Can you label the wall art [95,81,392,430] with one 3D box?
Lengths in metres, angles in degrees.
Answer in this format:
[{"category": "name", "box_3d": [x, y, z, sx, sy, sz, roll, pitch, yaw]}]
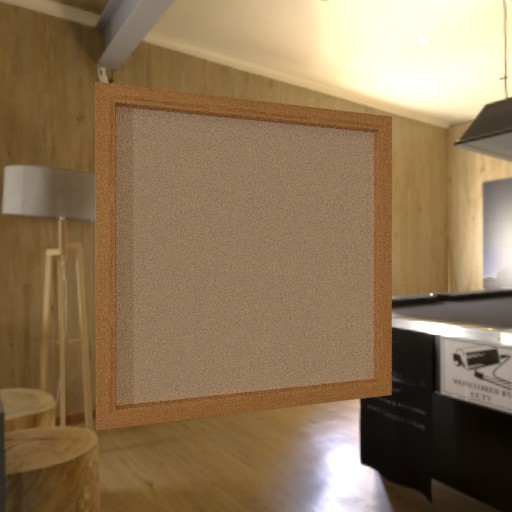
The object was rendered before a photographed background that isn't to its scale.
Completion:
[{"category": "wall art", "box_3d": [0.000, 0.000, 0.447, 0.303, 0.303, 0.028, 0, 0, -19]}]
